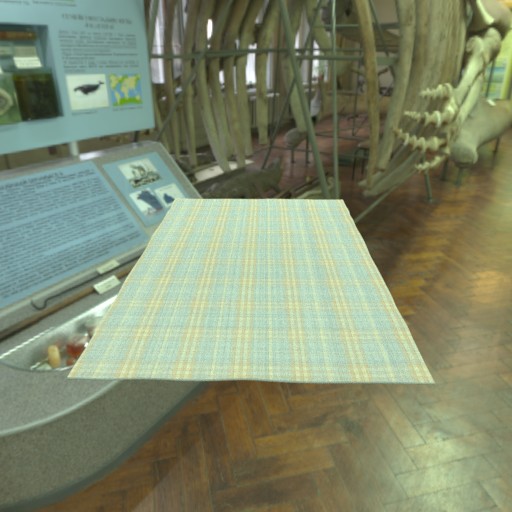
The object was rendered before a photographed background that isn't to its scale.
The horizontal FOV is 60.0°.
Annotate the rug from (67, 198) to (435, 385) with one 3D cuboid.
[{"bbox_3d":[0.000,0.000,2.955,1.545,0.016,2.460,1,25,1],"label":"rug"}]
